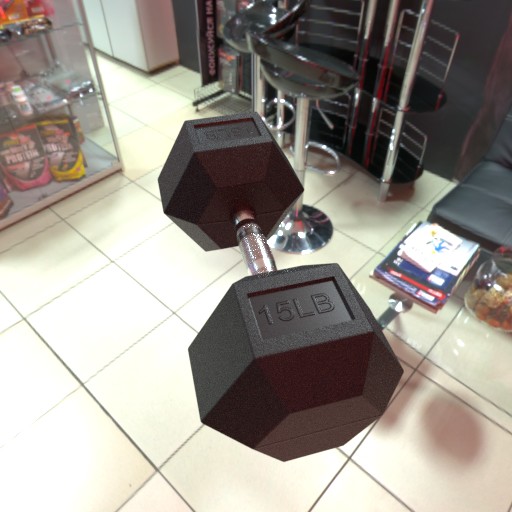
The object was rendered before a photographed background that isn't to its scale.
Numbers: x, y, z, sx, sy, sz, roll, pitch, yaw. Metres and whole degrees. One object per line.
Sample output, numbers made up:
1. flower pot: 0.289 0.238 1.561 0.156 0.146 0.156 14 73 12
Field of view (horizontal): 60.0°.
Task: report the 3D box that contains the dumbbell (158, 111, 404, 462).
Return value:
1. dumbbell: 0.000 0.000 0.329 0.122 0.106 0.271 -11 47 -10
